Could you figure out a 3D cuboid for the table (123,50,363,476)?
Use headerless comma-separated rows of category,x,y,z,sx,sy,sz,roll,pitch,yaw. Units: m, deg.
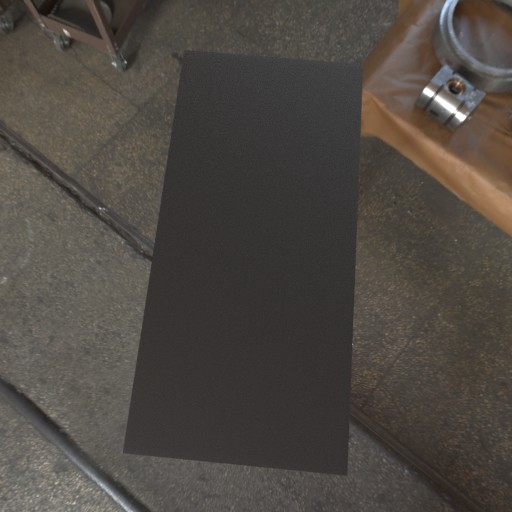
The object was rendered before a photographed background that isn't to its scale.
table,0.000,0.000,1.354,0.550,0.400,1.100,5,76,1
